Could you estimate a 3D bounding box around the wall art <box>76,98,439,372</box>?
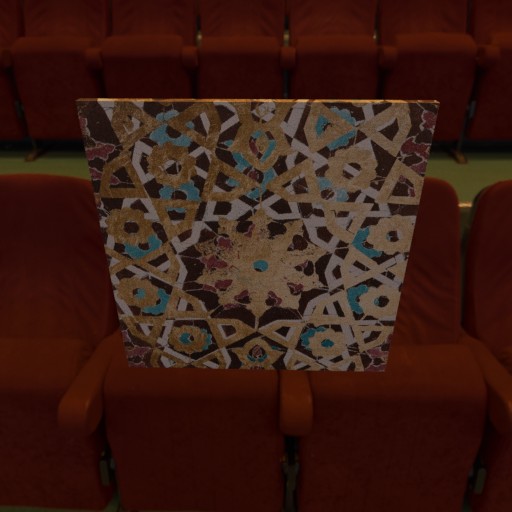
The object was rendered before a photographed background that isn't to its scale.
[{"bbox_3d":[0.000,0.000,1.127,0.757,0.762,0.028,1,31,1],"label":"wall art"}]
